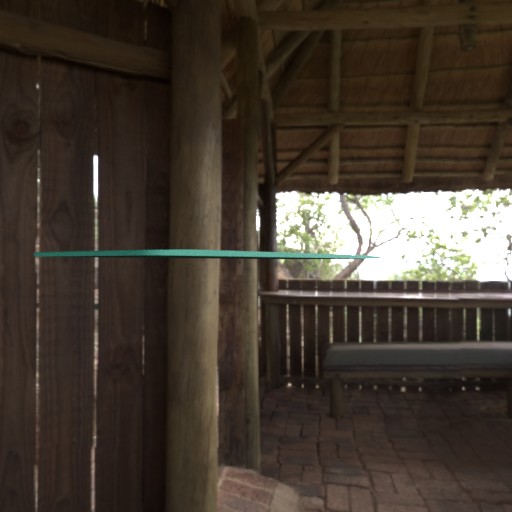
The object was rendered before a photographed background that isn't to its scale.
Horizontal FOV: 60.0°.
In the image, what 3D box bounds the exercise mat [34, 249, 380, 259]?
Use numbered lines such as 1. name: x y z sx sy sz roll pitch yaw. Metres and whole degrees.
1. exercise mat: 0.000 0.000 2.109 0.616 0.021 1.869 -1 -1 34
